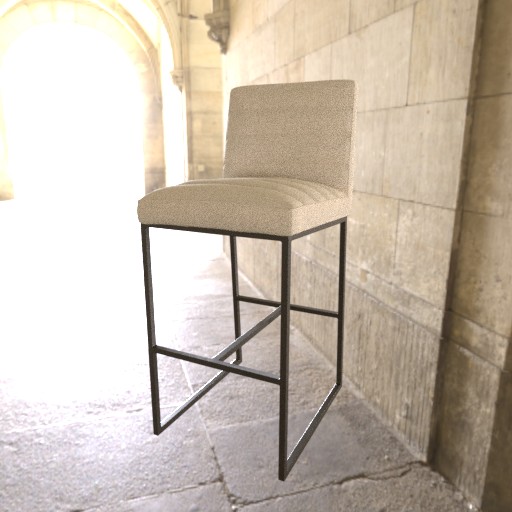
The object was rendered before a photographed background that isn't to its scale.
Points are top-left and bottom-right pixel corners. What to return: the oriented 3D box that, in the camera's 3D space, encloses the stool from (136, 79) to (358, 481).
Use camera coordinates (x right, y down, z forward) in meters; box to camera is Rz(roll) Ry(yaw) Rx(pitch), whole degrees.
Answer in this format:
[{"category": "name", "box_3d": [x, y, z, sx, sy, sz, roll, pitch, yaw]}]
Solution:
[{"category": "stool", "box_3d": [0.000, 0.000, 1.365, 0.464, 1.061, 0.573, 7, 16, 26]}]
